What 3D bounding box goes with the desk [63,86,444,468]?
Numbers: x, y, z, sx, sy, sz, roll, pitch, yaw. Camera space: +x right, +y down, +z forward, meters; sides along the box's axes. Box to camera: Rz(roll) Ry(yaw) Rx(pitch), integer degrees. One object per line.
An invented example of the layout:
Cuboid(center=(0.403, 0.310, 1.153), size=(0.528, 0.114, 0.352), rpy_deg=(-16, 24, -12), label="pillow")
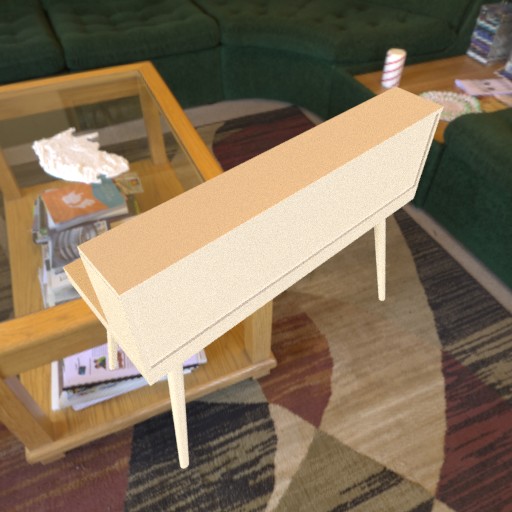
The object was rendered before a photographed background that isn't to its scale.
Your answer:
Cuboid(center=(0.000, 0.000, 1.671), size=(1.199, 0.990, 0.559), rpy_deg=(-33, 54, -27), label="desk")
